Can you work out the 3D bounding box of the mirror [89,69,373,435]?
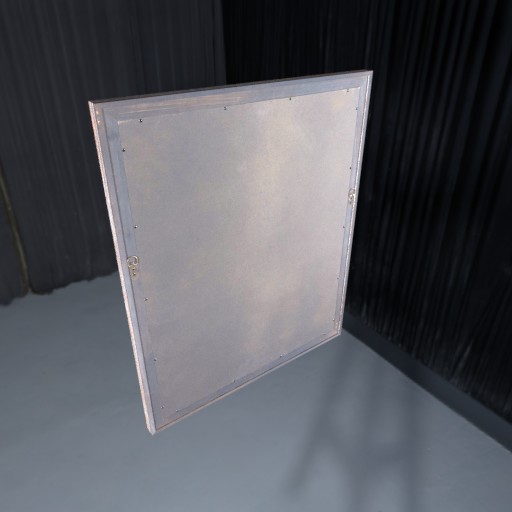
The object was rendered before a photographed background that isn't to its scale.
[{"bbox_3d":[0.000,0.000,1.201,0.730,0.882,0.032,-20,35,-31],"label":"mirror"}]
